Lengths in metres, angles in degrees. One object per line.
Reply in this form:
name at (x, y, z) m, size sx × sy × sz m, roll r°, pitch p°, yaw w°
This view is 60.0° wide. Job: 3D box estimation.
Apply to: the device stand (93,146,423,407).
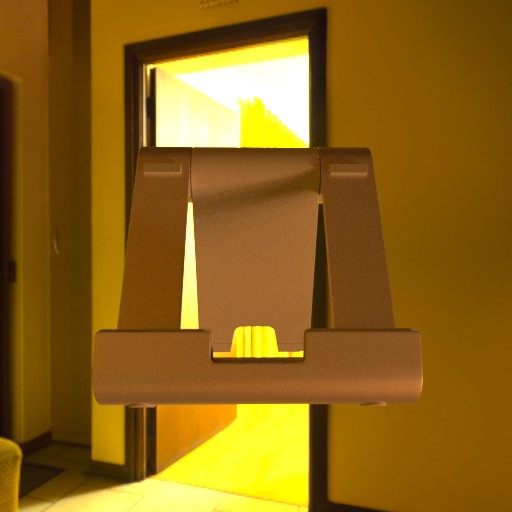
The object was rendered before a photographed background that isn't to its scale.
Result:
device stand at (0.000, 0.000, 0.155) m, size 0.086 × 0.084 × 0.079 m, roll 0°, pitch 0°, yaw -1°
